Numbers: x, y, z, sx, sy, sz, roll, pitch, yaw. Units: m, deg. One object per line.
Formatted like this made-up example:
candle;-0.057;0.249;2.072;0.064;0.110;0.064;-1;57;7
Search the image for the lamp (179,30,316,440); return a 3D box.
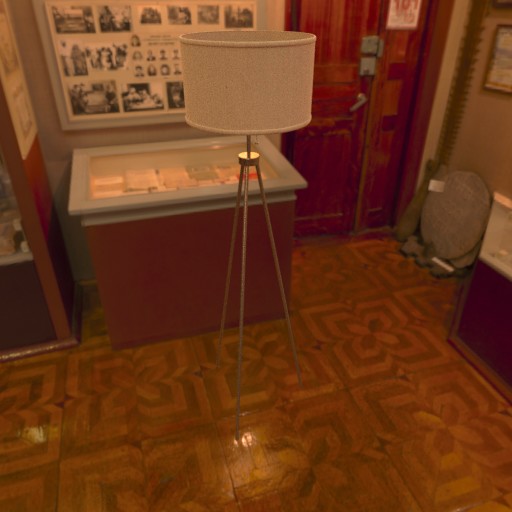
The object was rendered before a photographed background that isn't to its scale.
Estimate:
lamp;0.000;0.000;1.728;0.460;1.545;0.449;-8;32;-13
